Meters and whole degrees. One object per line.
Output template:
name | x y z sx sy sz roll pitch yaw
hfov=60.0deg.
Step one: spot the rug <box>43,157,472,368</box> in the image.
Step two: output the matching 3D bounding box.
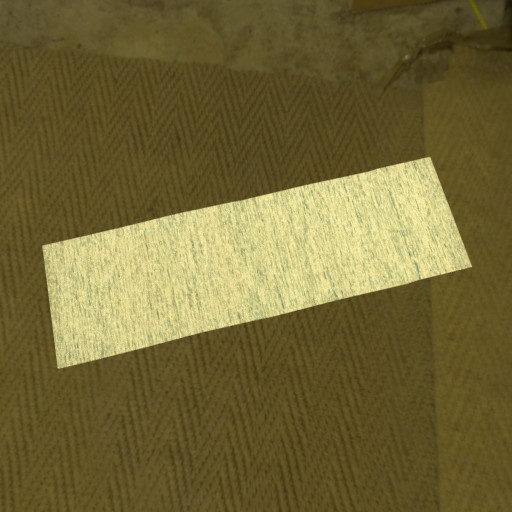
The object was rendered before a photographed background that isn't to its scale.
rug | 0.000 0.000 2.465 2.290 0.014 0.700 -13 75 -4
